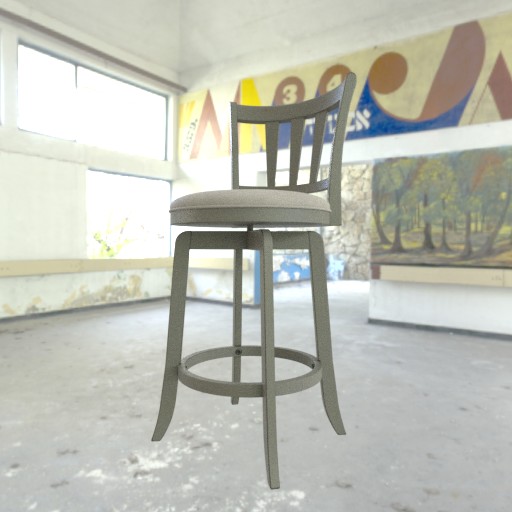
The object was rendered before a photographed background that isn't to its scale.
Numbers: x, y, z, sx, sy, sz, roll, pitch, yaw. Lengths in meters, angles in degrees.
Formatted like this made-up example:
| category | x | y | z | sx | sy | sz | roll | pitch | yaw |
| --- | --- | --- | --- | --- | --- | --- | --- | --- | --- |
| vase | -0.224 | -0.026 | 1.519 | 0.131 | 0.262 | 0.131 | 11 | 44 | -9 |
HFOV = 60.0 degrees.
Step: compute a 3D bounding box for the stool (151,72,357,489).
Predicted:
| category | x | y | z | sx | sy | sz | roll | pitch | yaw |
| --- | --- | --- | --- | --- | --- | --- | --- | --- | --- |
| stool | 0.000 | 0.000 | 1.225 | 0.450 | 0.994 | 0.486 | 1 | 2 | 36 |
